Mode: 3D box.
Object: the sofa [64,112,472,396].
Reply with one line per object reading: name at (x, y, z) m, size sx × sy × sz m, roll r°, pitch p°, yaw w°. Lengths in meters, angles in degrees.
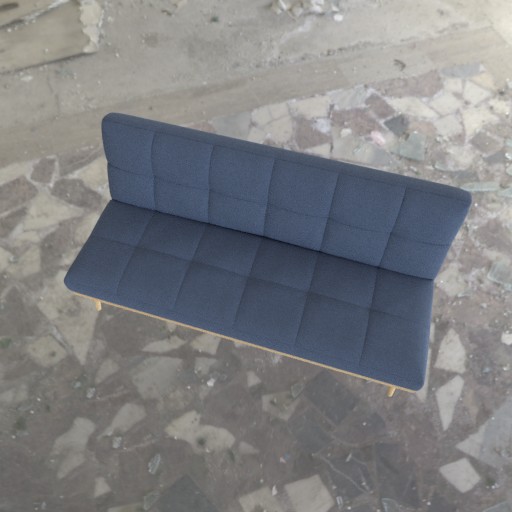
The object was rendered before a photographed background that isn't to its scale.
sofa at (0.000, 0.000, 2.220) m, size 1.800 × 0.800 × 0.796 m, roll 15°, pitch 60°, yaw 9°
